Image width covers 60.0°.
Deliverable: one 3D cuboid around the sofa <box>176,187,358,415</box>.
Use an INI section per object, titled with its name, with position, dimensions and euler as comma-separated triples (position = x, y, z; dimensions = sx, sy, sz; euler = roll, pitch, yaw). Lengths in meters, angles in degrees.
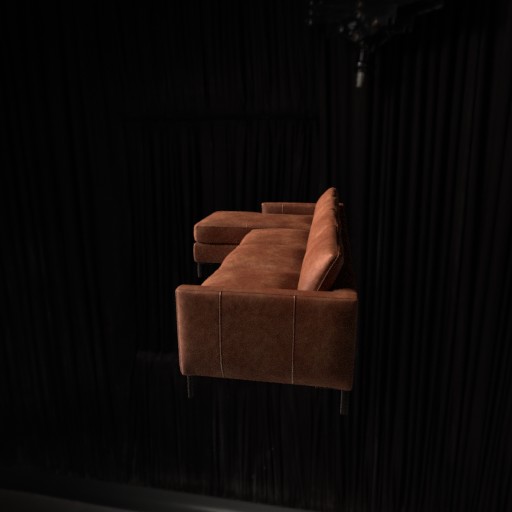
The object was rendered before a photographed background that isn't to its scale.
[sofa]
position = 0.000, 0.000, 3.637
dimensions = 1.471, 0.859, 2.993
euler = 3, 16, 9
